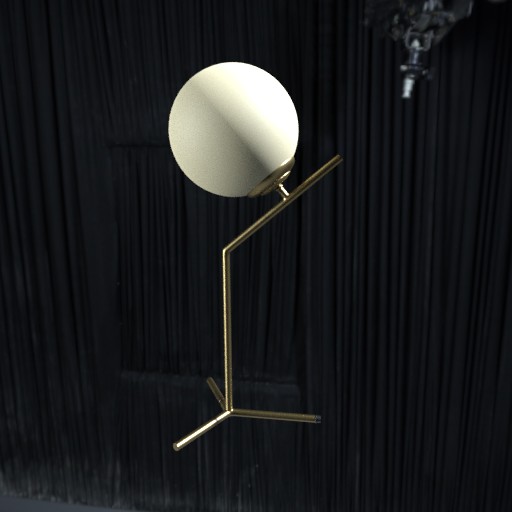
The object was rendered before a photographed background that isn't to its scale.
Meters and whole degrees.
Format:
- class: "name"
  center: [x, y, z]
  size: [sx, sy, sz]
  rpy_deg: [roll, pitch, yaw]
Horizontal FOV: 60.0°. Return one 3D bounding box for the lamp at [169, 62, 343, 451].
- class: "lamp"
  center: [0.000, 0.000, 0.679]
  size: [0.251, 0.552, 0.210]
  rpy_deg: [2, 13, 8]
